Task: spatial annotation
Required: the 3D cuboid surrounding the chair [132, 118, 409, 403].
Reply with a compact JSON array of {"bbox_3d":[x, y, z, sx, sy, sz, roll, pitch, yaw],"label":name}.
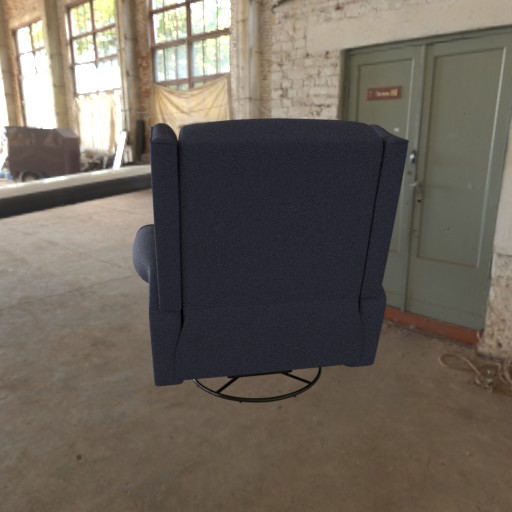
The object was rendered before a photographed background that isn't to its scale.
[{"bbox_3d":[0.000,0.000,1.760,0.971,1.020,0.877,-3,15,-10],"label":"chair"}]
